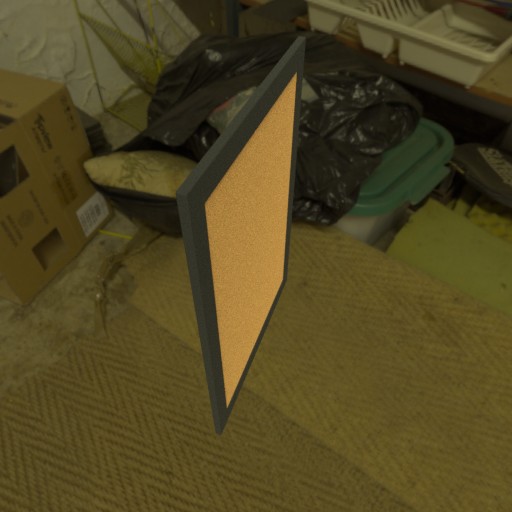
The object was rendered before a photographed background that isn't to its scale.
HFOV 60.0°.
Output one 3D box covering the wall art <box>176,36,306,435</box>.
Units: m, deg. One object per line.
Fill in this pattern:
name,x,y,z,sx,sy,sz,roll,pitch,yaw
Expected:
wall art,0.000,0.000,0.695,0.012,0.529,0.374,15,48,14
